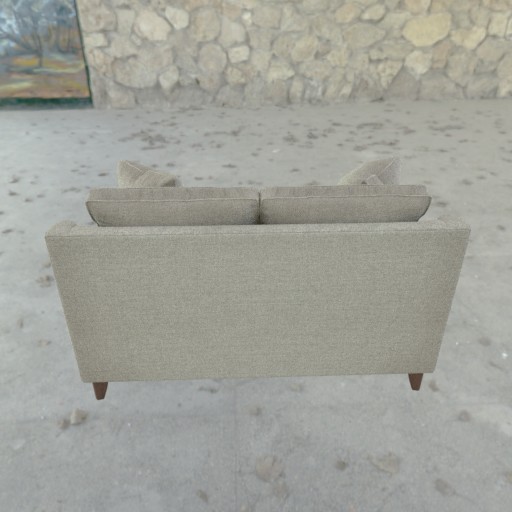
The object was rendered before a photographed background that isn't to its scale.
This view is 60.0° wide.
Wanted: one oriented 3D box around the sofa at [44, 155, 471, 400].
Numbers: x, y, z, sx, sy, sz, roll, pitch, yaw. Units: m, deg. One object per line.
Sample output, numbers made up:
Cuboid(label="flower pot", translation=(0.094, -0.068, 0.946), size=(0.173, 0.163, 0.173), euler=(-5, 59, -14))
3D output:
Cuboid(label="sofa", translation=(0.000, 0.000, 2.002), size=(1.422, 0.863, 0.915), euler=(-1, 29, -2))
